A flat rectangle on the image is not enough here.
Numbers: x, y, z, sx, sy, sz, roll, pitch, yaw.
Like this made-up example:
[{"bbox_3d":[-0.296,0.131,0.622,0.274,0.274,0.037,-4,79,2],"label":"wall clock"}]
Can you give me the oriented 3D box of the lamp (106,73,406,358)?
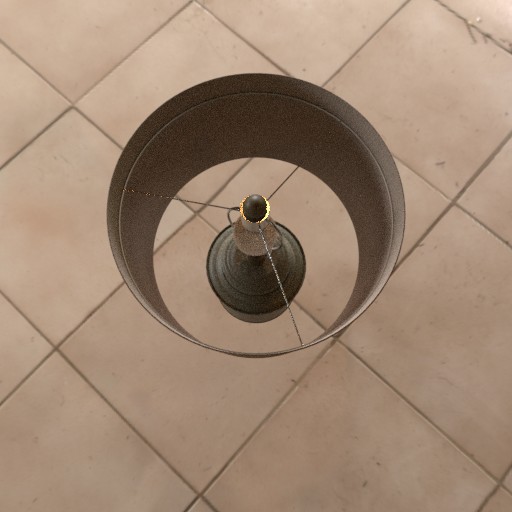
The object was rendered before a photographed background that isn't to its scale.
[{"bbox_3d":[0.000,0.000,0.705,0.318,0.486,0.318,0,76,0],"label":"lamp"}]
